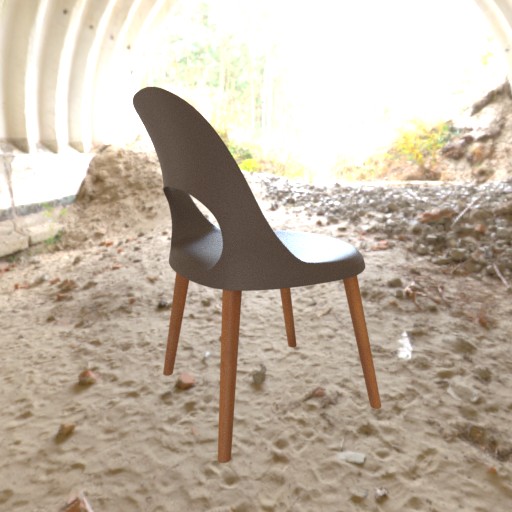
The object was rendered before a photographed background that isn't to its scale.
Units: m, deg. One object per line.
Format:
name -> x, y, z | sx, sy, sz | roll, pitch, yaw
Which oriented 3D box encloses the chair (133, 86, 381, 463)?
chair -> 0.000, 0.000, 1.160 | 0.556, 0.794, 0.470 | -7, 15, -27
